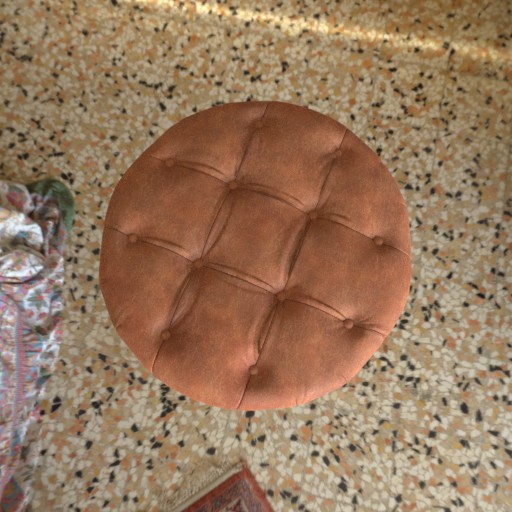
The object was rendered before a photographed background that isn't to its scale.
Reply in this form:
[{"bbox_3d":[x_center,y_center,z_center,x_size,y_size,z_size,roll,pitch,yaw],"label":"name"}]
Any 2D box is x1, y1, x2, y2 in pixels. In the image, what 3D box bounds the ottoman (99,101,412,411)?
[{"bbox_3d":[0.000,0.000,1.396,0.901,0.444,0.901,0,76,0],"label":"ottoman"}]
